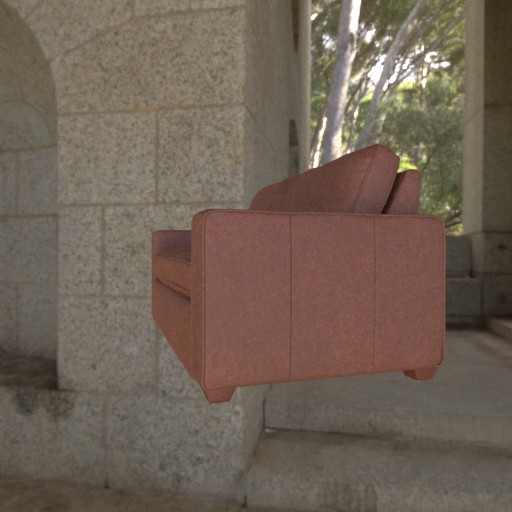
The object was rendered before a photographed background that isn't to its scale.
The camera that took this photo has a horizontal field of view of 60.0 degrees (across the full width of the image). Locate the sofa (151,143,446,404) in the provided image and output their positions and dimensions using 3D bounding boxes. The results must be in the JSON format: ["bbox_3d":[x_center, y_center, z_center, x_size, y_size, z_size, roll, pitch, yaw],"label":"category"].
[{"bbox_3d":[0.000,0.000,2.291,0.947,0.918,1.709,0,1,-18],"label":"sofa"}]
